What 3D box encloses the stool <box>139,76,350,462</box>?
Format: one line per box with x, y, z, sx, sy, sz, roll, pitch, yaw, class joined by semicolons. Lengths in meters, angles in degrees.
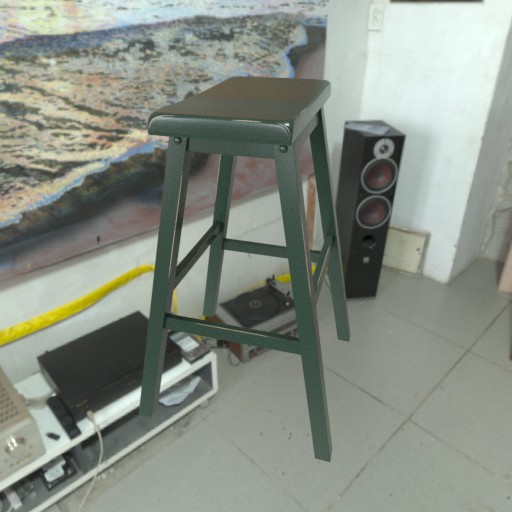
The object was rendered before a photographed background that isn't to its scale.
0.000;0.000;1.055;0.476;0.737;0.457;8;31;14;stool
